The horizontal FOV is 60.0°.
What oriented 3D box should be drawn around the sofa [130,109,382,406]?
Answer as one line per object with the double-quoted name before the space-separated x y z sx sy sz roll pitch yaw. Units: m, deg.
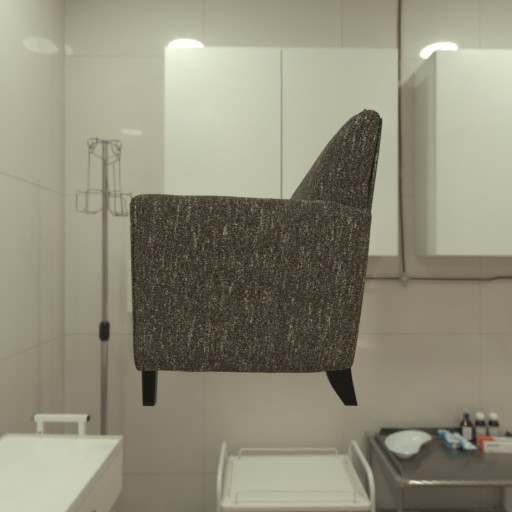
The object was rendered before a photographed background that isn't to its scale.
"sofa" 0.000 0.000 2.084 0.801 0.946 1.519 0 0 -1
